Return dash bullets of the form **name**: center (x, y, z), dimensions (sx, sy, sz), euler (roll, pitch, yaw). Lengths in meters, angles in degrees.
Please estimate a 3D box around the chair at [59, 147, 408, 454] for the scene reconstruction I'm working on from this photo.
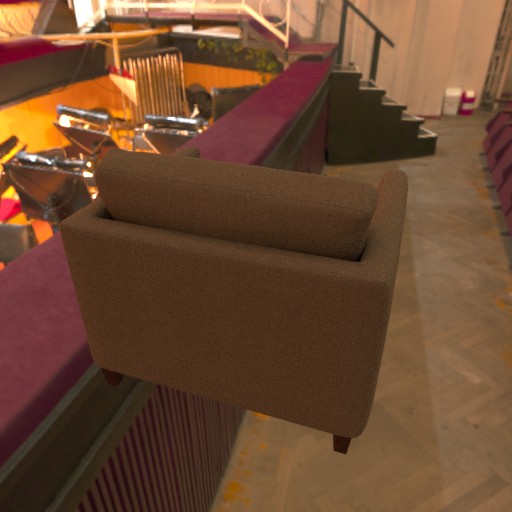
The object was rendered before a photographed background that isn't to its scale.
- **chair**: center (0.000, 0.000, 1.829), dimensions (1.107, 0.963, 0.959), euler (10, 32, 17)
